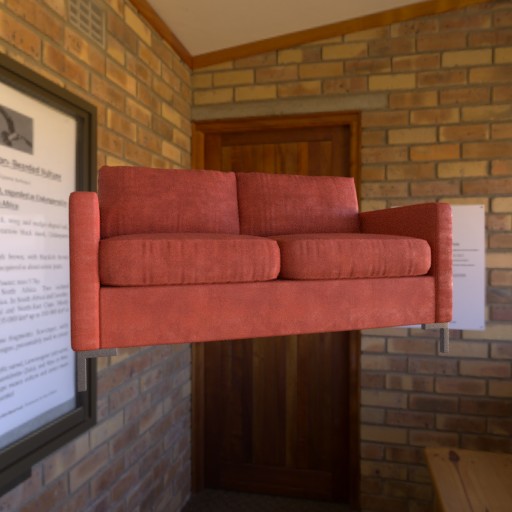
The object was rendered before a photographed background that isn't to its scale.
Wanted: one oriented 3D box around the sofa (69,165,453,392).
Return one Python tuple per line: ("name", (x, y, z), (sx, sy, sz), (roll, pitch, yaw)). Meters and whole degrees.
("sofa", (0.000, 0.000, 2.079), (1.574, 0.896, 0.864), (0, 0, -19))
